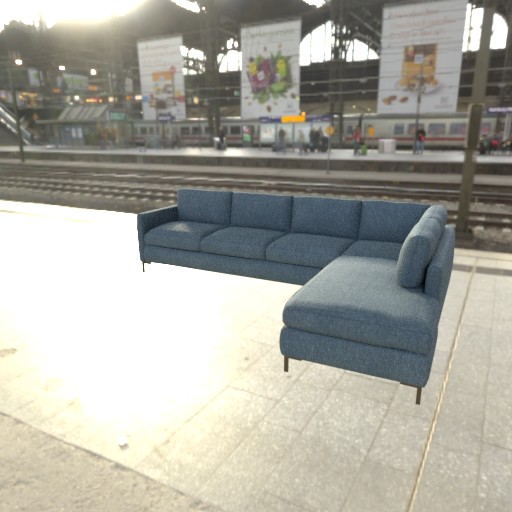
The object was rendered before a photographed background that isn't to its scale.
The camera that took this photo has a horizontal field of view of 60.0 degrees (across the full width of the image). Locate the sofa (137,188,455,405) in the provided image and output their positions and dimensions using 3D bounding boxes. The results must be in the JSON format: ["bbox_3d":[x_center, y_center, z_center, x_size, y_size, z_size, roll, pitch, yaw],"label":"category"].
[{"bbox_3d":[0.000,0.000,3.675,2.949,0.815,2.007,7,17,25],"label":"sofa"}]
